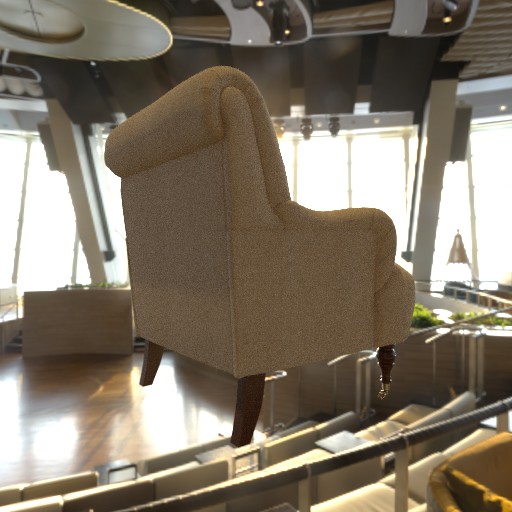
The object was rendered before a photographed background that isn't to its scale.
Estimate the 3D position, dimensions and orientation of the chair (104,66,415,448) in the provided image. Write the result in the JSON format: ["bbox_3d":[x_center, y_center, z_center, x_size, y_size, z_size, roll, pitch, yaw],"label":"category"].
[{"bbox_3d":[0.000,0.000,1.532,0.842,0.944,0.766,0,1,-36],"label":"chair"}]
